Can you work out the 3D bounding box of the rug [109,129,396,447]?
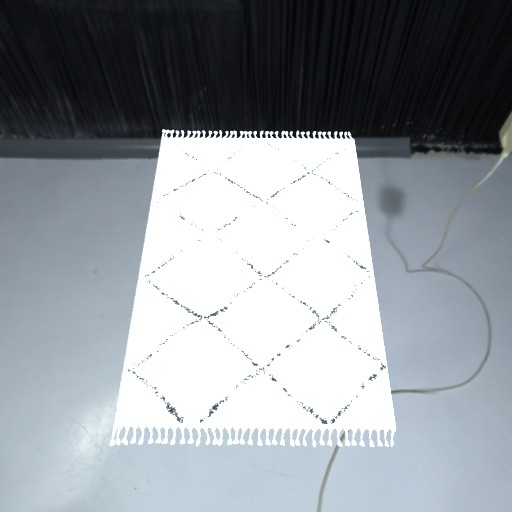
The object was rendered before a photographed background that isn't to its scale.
[{"bbox_3d":[0.000,0.000,2.880,1.494,0.031,2.307,1,59,0],"label":"rug"}]
